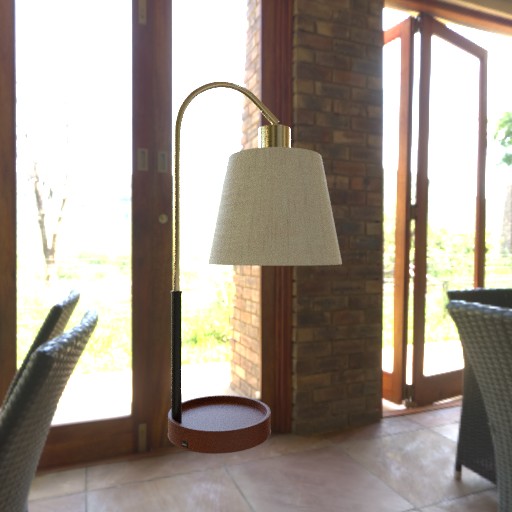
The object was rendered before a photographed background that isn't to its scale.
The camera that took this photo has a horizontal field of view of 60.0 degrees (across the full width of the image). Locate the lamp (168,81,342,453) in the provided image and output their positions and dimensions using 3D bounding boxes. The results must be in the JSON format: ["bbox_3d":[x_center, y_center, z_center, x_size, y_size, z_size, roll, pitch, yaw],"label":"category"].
[{"bbox_3d":[0.000,0.000,0.697,0.273,0.536,0.211,0,0,-18],"label":"lamp"}]
